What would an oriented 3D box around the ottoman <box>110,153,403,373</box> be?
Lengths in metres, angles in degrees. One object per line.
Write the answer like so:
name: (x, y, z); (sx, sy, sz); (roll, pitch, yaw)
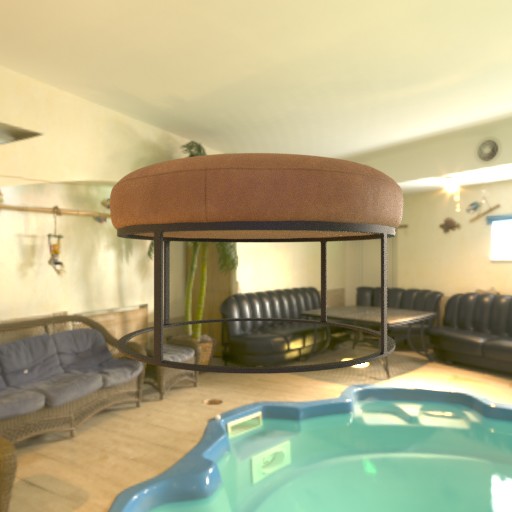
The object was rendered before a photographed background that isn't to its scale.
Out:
ottoman: (0.000, 0.000, 1.229); (0.771, 0.460, 0.771); (0, 0, 0)
